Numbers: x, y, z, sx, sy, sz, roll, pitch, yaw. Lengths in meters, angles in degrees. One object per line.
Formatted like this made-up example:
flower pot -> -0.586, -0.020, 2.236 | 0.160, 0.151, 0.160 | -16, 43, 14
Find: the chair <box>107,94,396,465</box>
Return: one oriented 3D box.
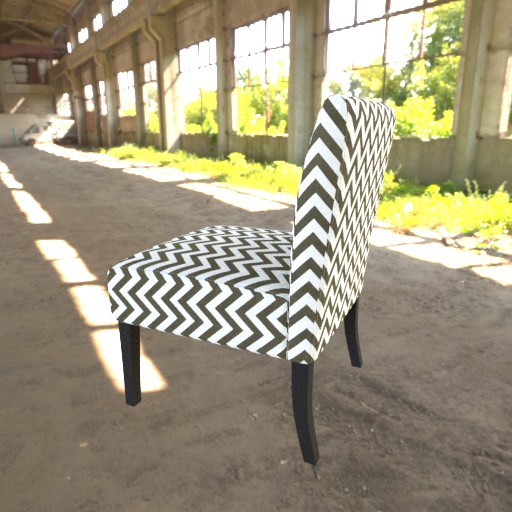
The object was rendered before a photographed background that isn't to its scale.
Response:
chair -> 0.000, 0.000, 1.284 | 0.648, 0.838, 0.589 | 8, 18, 24
